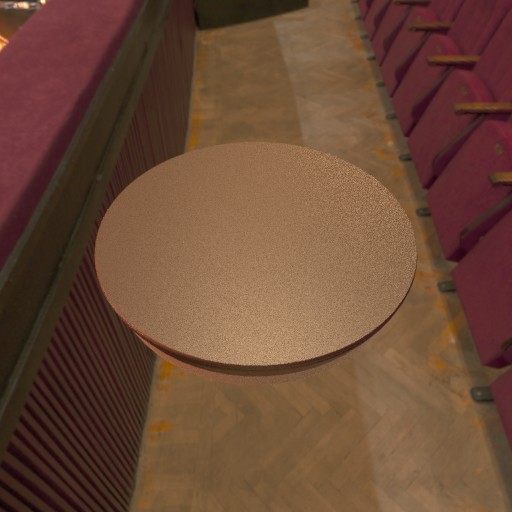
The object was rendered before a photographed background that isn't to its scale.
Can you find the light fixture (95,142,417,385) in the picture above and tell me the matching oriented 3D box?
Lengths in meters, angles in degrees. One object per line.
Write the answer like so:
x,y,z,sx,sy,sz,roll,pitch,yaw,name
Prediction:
0.000,0.000,0.554,0.368,0.100,0.368,0,46,0,light fixture
